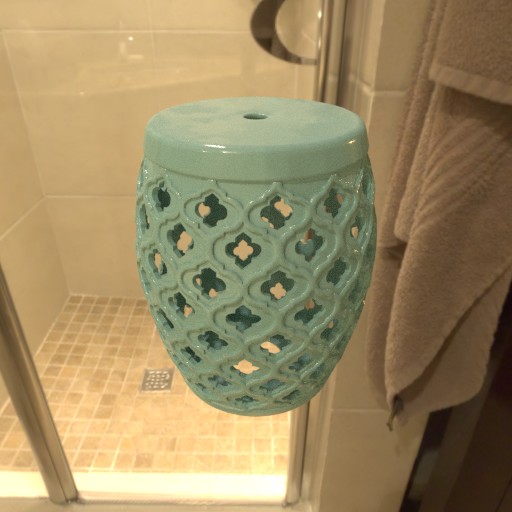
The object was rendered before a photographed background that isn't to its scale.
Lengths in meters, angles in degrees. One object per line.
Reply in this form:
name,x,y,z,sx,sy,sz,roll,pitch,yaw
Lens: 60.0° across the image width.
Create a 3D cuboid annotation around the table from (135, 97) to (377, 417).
table,0.000,0.000,0.630,0.325,0.388,0.325,0,30,0
